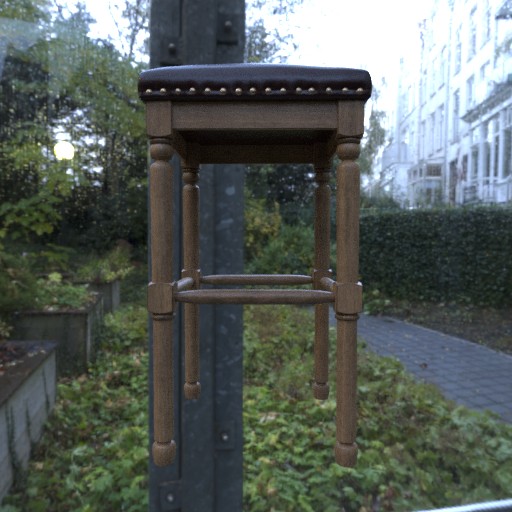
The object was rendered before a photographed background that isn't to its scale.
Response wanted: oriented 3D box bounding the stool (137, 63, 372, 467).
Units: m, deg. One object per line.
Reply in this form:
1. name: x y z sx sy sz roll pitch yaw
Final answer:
1. stool: 0.000 0.000 0.911 0.382 0.702 0.383 0 2 1
